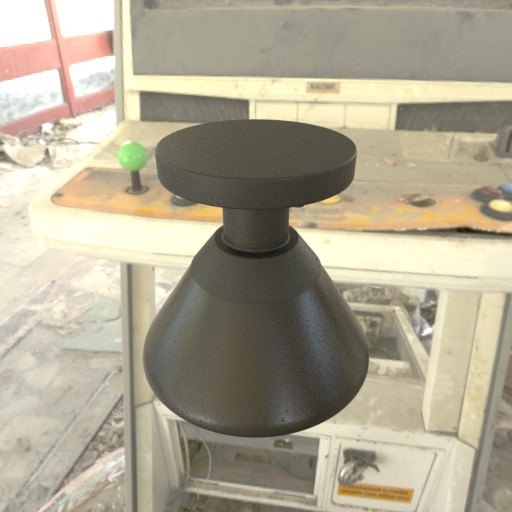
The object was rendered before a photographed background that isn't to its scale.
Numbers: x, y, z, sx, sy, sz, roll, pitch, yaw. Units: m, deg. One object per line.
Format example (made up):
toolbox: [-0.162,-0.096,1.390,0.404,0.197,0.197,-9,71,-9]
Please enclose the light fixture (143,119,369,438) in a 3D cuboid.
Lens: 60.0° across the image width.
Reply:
light fixture: [0.000,0.000,0.356,0.200,0.183,0.200,0,31,0]
